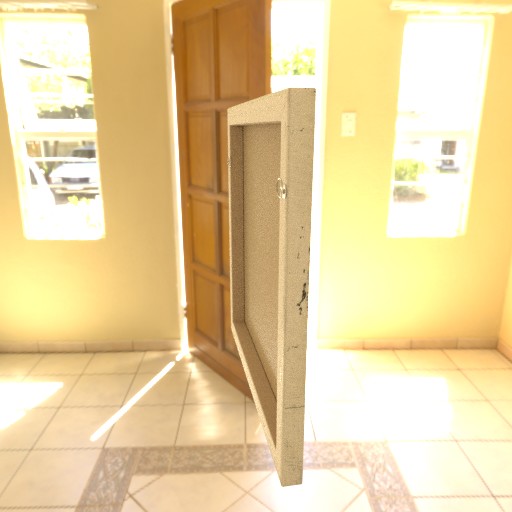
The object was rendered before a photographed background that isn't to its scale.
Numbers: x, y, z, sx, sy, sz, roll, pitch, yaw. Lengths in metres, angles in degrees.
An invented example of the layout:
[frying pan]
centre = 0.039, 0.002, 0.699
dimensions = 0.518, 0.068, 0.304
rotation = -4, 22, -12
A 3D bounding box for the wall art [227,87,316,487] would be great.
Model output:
[wall art]
centre = 0.000, 0.000, 0.924
dimensions = 0.040, 0.611, 0.610
rotation = -3, 16, -10
